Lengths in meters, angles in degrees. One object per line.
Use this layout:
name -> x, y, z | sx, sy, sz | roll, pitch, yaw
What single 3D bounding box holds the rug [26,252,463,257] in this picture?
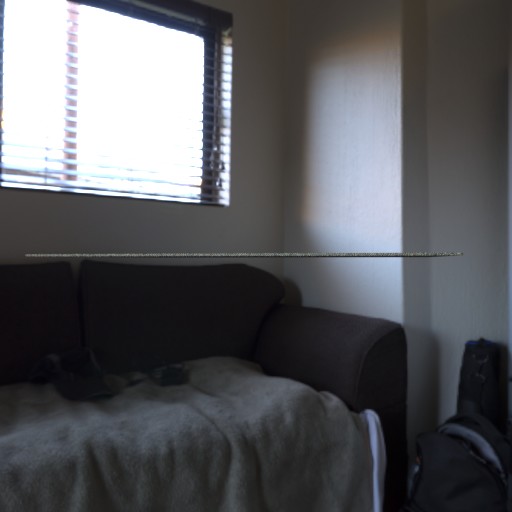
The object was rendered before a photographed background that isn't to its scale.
rug -> 0.000, 0.000, 2.942 | 2.283, 0.013, 1.547 | 0, 0, 16
